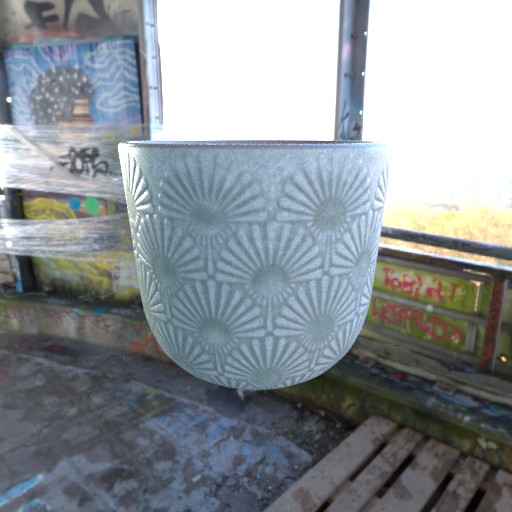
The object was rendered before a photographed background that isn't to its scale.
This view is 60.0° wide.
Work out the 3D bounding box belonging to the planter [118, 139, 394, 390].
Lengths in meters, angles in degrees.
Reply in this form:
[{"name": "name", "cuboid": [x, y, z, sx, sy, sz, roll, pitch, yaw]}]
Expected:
[{"name": "planter", "cuboid": [0.000, 0.000, 0.304, 0.170, 0.152, 0.170, 0, 15, 0]}]
